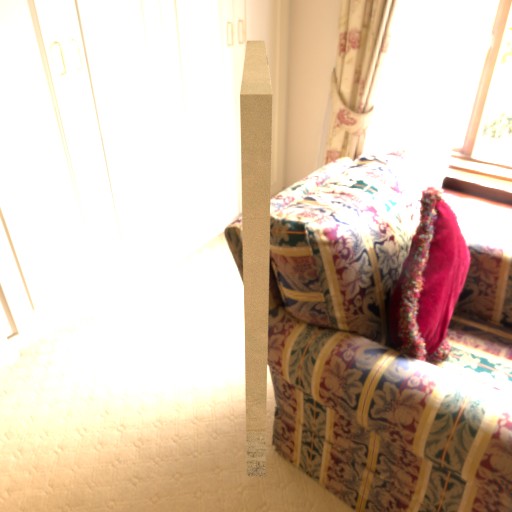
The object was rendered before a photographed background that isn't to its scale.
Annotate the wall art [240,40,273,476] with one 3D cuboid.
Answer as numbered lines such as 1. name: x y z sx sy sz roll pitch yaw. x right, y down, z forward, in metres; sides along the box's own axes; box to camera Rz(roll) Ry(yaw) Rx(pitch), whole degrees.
1. wall art: 0.000 0.000 0.933 0.038 0.764 0.508 0 32 0
